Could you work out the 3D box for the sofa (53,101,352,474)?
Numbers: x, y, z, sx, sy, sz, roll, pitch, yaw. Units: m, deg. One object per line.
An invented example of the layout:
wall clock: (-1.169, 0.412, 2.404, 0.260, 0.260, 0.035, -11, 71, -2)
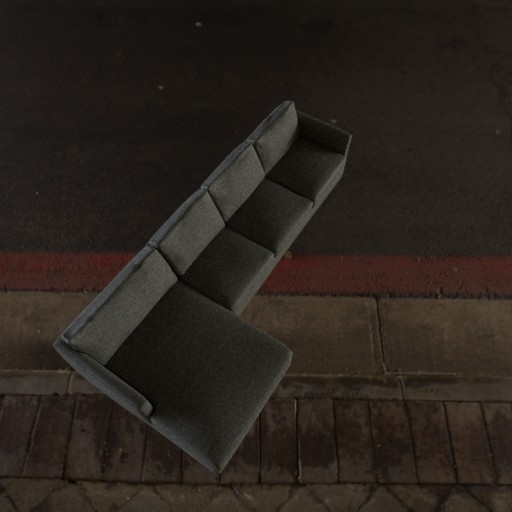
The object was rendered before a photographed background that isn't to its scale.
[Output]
sofa: (0.000, 0.000, 4.240, 1.635, 0.960, 3.485, 29, 62, 17)
